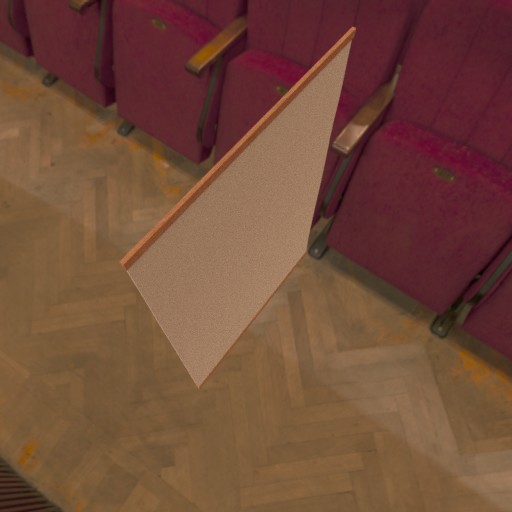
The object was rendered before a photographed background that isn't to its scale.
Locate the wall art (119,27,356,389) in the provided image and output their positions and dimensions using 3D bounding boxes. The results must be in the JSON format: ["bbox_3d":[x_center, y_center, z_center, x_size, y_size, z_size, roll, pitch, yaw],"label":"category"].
[{"bbox_3d":[0.000,0.000,1.867,0.019,1.527,1.019,34,68,16],"label":"wall art"}]
